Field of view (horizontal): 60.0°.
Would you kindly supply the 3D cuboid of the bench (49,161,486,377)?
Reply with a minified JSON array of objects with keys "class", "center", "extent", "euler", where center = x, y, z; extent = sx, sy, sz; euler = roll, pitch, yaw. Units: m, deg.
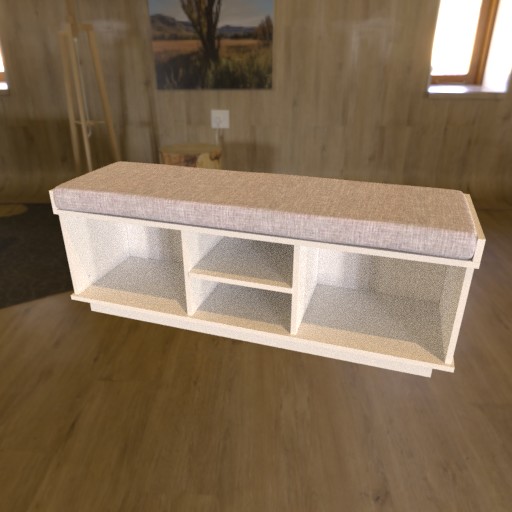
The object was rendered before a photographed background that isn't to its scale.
[{"class":"bench","center":[0.000,0.000,1.397],"extent":[1.196,0.453,0.363],"euler":[8,27,16]}]
